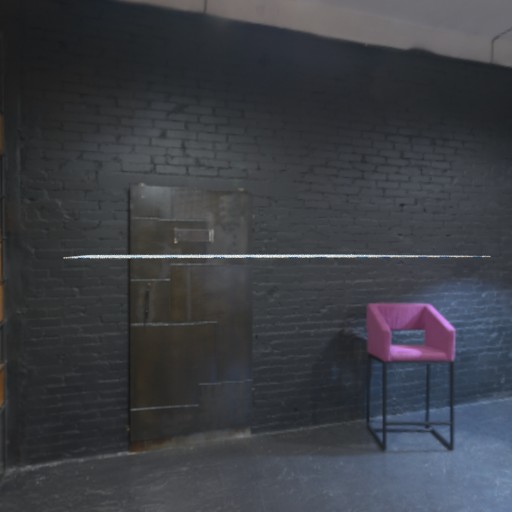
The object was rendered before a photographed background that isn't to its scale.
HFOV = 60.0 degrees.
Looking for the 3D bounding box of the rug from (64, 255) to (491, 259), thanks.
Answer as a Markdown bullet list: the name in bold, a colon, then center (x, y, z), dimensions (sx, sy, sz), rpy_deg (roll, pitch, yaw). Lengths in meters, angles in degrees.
- **rug**: center (0.000, 0.000, 4.143), dimensions (3.059, 0.008, 2.453), rpy_deg (0, 0, -17)
